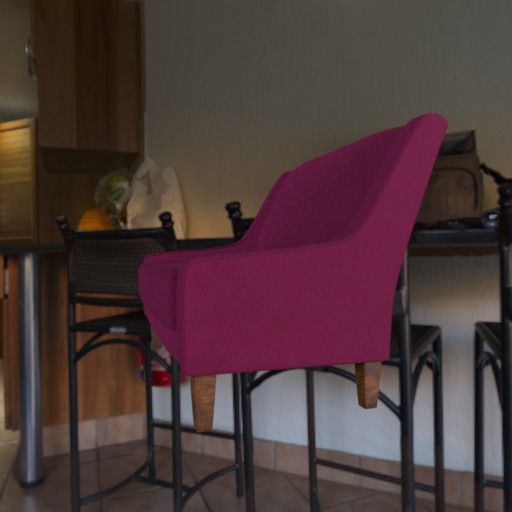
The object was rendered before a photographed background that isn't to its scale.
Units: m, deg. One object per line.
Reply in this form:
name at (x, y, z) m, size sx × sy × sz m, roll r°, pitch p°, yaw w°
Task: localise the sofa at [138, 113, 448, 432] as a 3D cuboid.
sofa at (0.000, 0.000, 1.912) m, size 0.946 × 0.976 × 1.242 m, roll 0°, pitch 1°, yaw -19°
